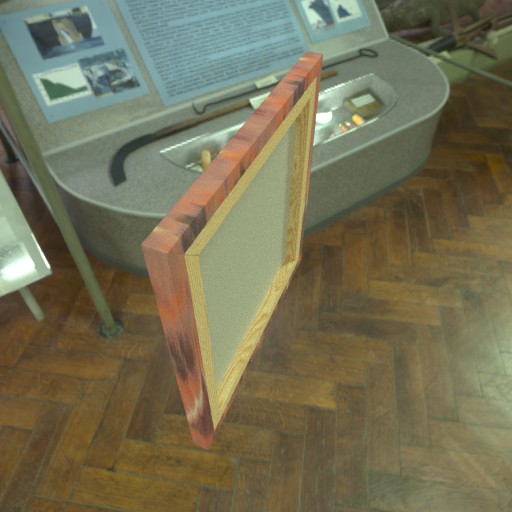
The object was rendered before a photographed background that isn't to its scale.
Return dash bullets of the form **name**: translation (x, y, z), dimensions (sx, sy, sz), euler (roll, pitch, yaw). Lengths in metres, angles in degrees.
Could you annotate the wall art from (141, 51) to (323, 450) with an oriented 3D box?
- **wall art**: translation (0.000, 0.000, 0.923), dimensions (0.037, 0.609, 0.603), euler (17, 49, 16)
